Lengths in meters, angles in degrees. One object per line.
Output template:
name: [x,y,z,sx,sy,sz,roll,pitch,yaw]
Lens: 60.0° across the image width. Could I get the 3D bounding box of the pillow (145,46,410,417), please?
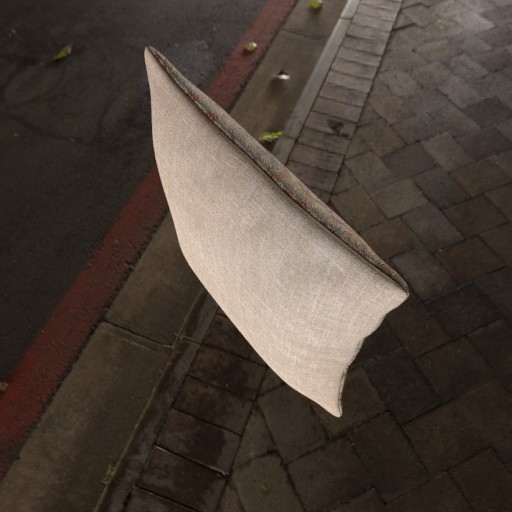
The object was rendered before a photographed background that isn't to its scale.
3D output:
pillow: [0.000,0.000,0.753,0.166,0.506,0.523,-32,63,-19]
